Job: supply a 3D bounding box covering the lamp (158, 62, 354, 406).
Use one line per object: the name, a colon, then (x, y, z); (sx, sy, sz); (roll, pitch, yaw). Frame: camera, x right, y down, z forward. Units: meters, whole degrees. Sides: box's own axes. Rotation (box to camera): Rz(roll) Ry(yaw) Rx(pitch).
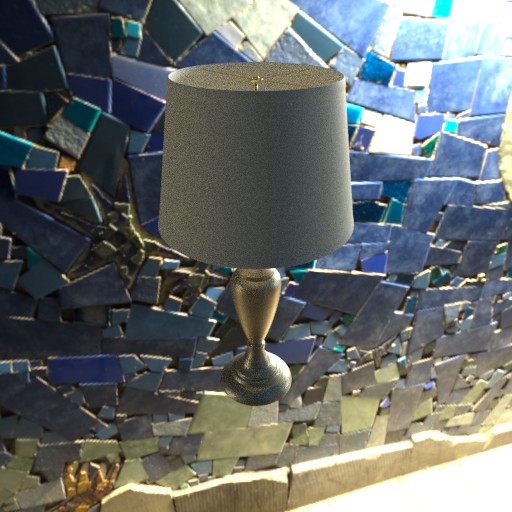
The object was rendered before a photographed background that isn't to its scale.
lamp: (0.000, 0.000, 0.797); (0.328, 0.612, 0.328); (0, 31, 0)
